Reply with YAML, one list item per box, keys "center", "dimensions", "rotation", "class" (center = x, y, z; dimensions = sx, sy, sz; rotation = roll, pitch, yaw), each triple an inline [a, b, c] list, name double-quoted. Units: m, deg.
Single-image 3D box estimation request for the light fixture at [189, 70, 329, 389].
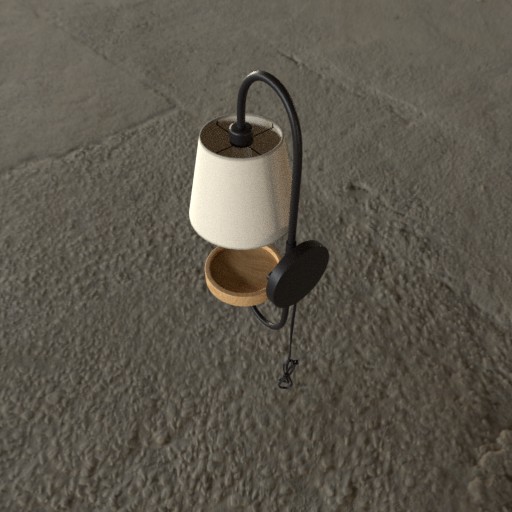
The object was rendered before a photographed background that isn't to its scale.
- center: [0.000, 0.000, 0.956]
  dimensions: [0.220, 0.821, 0.299]
  rotation: [-31, 54, -26]
  class: "light fixture"
